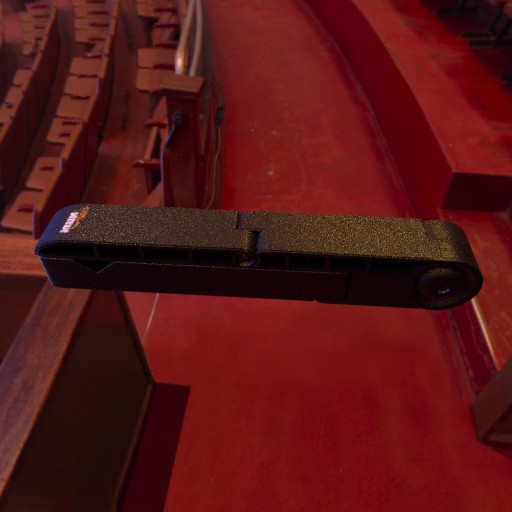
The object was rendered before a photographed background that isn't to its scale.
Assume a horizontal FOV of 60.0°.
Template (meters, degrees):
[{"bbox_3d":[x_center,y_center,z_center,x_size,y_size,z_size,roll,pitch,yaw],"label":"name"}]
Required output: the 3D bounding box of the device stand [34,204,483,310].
[{"bbox_3d":[0.000,0.000,0.187,0.179,0.030,0.026,3,45,3],"label":"device stand"}]
